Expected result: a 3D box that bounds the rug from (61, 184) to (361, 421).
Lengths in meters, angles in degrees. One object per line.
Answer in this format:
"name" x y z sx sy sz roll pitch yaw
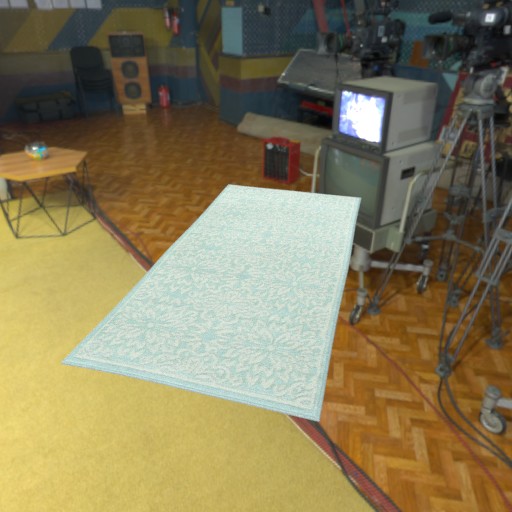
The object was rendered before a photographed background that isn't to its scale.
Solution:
"rug" 0.000 0.000 1.467 0.604 0.007 1.219 8 31 14
